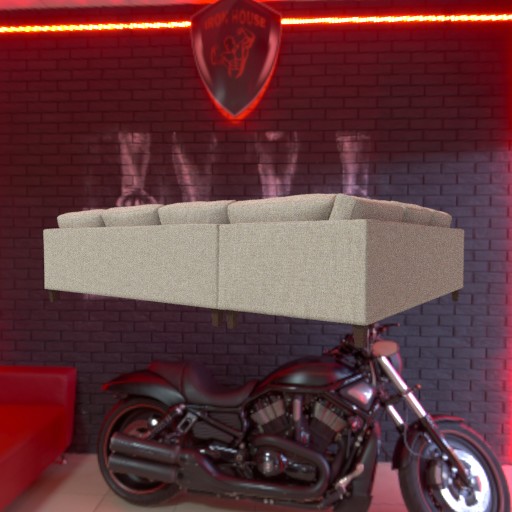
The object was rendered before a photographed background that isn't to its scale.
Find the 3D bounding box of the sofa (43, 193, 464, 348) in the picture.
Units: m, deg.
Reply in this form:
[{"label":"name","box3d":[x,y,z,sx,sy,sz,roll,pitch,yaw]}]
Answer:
[{"label":"sofa","box3d":[0.000,0.000,4.200,3.182,0.863,2.432,1,2,36]}]
